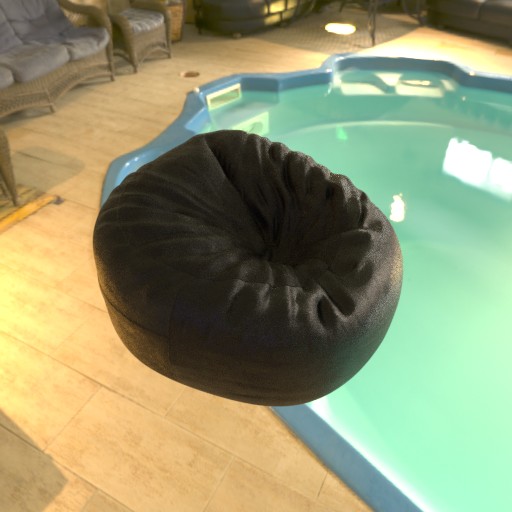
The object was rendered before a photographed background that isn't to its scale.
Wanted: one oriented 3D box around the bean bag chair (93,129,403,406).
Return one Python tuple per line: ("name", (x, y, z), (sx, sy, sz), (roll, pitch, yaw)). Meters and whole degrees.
("bean bag chair", (0.000, 0.000, 2.386), (1.524, 0.878, 1.524), (24, 46, 25))
